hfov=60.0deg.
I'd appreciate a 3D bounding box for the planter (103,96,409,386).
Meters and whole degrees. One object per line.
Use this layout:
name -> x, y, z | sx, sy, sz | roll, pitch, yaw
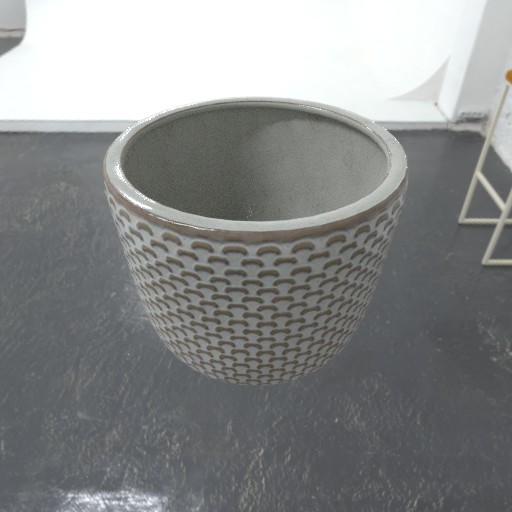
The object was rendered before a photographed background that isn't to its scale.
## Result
planter -> 0.000, 0.000, 0.245 | 0.139, 0.130, 0.139 | 0, 39, 0
